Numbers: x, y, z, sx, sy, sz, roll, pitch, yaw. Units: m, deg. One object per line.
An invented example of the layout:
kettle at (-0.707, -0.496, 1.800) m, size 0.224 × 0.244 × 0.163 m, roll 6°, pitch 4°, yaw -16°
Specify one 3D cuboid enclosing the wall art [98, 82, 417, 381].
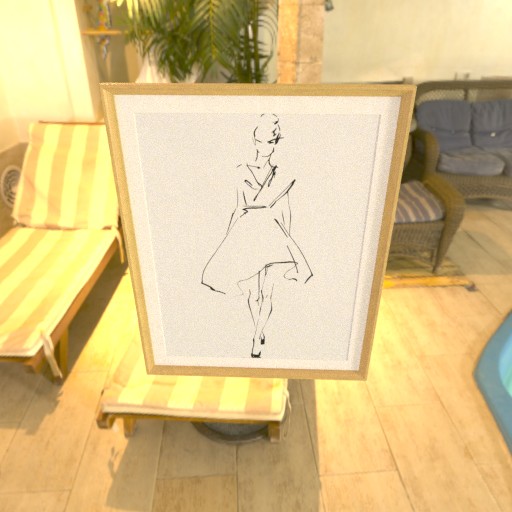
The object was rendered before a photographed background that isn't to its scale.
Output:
wall art at (0.000, 0.000, 1.372) m, size 0.798 × 1.002 × 0.030 m, roll 1°, pitch 30°, yaw 2°
